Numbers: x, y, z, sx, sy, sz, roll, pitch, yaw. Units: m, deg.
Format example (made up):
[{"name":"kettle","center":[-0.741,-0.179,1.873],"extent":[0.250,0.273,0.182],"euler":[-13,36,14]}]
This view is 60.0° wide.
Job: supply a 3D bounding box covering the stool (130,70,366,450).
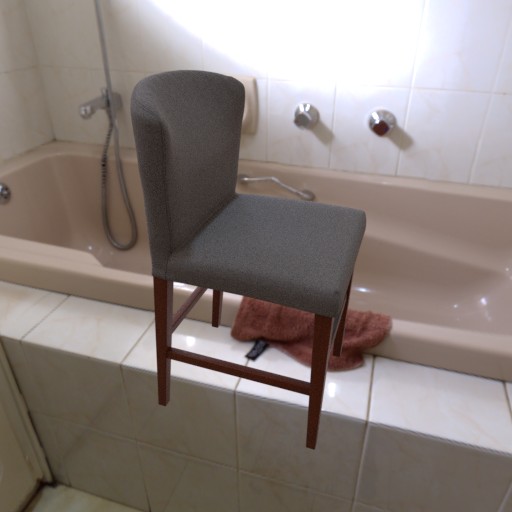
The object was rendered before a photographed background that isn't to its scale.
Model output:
[{"name":"stool","center":[0.000,0.000,1.291],"extent":[0.568,0.968,0.481],"euler":[10,32,17]}]
